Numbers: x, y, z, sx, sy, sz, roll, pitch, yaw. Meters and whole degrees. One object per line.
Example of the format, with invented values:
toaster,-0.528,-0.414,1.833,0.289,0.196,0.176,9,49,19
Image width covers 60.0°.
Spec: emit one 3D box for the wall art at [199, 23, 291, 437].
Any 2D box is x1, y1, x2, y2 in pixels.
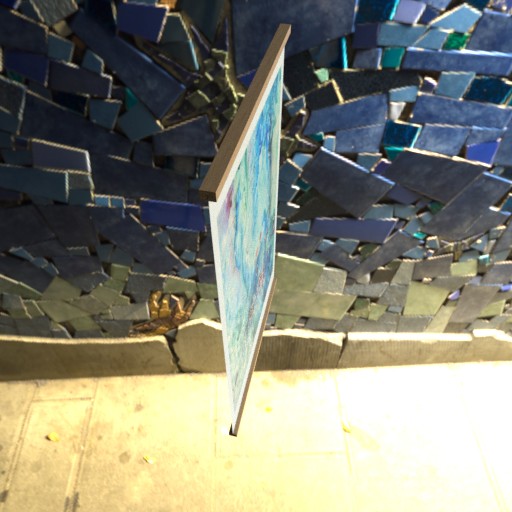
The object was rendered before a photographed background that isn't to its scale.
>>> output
wall art,0.000,0.000,1.276,0.027,1.020,0.669,10,49,9
